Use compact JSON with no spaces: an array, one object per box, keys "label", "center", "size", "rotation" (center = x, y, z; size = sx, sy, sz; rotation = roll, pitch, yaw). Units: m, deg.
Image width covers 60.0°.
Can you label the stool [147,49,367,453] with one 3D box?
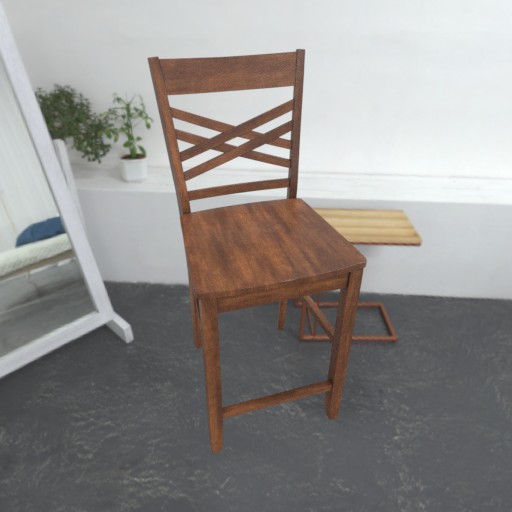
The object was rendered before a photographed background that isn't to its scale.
[{"label":"stool","center":[0.000,0.000,1.362],"size":[0.462,1.079,0.539],"rotation":[-10,35,-14]}]
